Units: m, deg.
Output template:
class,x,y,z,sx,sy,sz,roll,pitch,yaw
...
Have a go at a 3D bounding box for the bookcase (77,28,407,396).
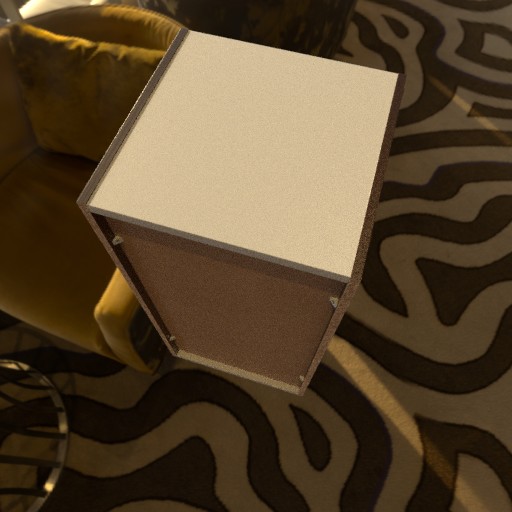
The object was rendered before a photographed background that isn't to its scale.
class,x,y,z,sx,sy,sz,roll,pitch,yaw
bookcase,0.000,0.000,0.765,0.300,0.600,0.290,15,64,8
